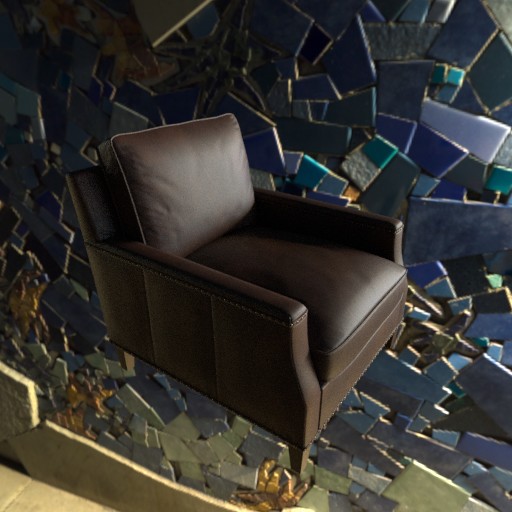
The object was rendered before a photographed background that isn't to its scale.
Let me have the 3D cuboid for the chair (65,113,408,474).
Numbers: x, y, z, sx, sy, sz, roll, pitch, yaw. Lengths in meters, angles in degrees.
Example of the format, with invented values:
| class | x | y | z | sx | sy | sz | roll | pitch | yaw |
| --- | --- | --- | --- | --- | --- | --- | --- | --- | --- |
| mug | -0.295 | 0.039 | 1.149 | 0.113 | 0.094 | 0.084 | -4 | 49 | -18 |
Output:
| class | x | y | z | sx | sy | sz | roll | pitch | yaw |
| --- | --- | --- | --- | --- | --- | --- | --- | --- | --- |
| chair | 0.000 | 0.000 | 1.700 | 1.014 | 0.929 | 0.853 | 18 | 31 | 32 |
